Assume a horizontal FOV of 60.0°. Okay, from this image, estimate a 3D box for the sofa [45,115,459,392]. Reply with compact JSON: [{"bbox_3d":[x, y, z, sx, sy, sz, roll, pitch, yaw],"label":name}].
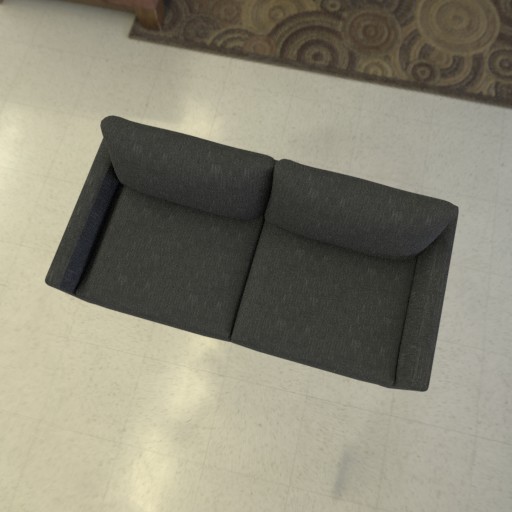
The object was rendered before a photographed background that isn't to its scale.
[{"bbox_3d":[0.000,0.000,2.148,1.716,0.862,0.866,15,75,4],"label":"sofa"}]
